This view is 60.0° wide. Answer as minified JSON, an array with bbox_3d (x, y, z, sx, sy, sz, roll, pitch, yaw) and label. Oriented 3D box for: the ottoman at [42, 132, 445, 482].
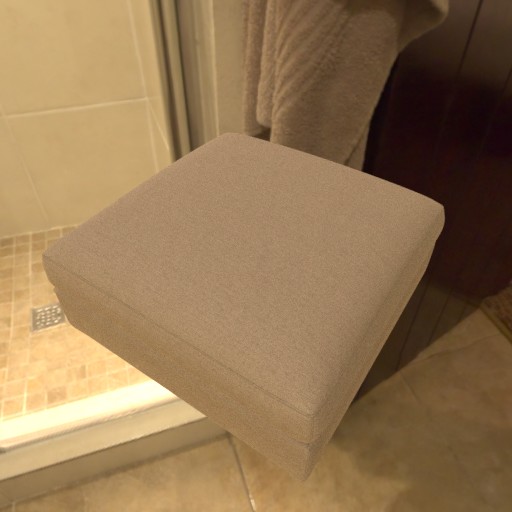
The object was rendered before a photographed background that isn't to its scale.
[{"bbox_3d":[0.000,0.000,1.613,1.041,0.470,1.041,25,49,24],"label":"ottoman"}]
